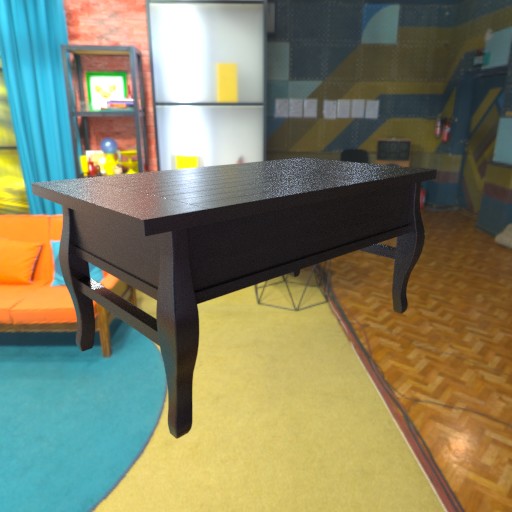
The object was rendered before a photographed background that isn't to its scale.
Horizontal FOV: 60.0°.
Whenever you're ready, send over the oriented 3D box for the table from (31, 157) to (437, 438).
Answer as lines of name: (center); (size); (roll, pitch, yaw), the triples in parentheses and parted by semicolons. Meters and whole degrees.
table: (0.000, 0.000, 1.372); (1.062, 0.494, 0.600); (-16, 23, -40)
